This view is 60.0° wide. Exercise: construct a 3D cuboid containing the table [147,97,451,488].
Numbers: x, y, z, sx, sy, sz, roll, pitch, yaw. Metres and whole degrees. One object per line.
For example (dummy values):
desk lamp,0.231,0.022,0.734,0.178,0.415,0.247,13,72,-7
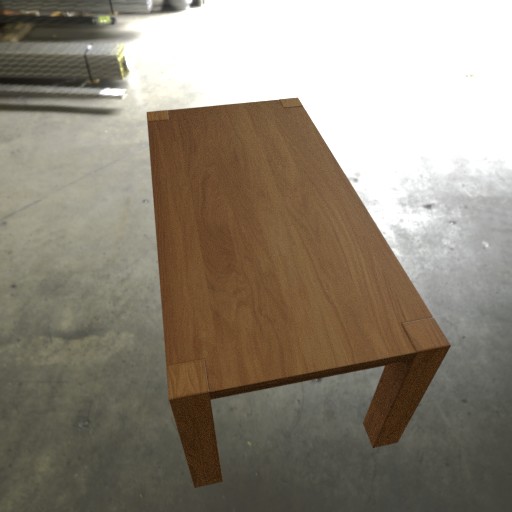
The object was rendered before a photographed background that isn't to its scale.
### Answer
table,0.000,0.000,2.247,0.900,0.760,1.800,-9,46,-8
